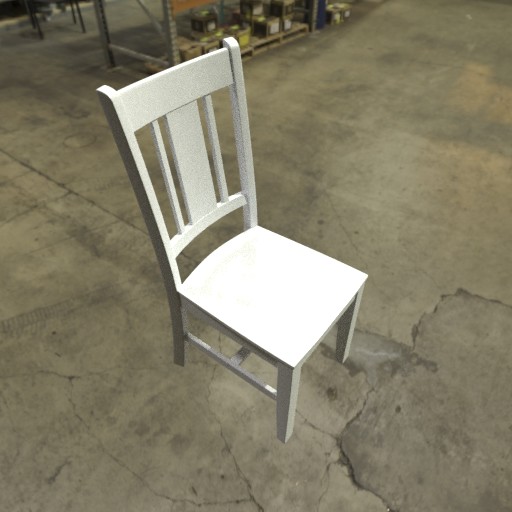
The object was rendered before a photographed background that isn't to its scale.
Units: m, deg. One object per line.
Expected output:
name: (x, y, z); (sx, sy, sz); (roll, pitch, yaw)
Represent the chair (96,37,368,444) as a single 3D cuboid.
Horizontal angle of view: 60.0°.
chair: (0.000, 0.000, 1.288); (0.555, 0.998, 0.450); (27, 49, 26)
